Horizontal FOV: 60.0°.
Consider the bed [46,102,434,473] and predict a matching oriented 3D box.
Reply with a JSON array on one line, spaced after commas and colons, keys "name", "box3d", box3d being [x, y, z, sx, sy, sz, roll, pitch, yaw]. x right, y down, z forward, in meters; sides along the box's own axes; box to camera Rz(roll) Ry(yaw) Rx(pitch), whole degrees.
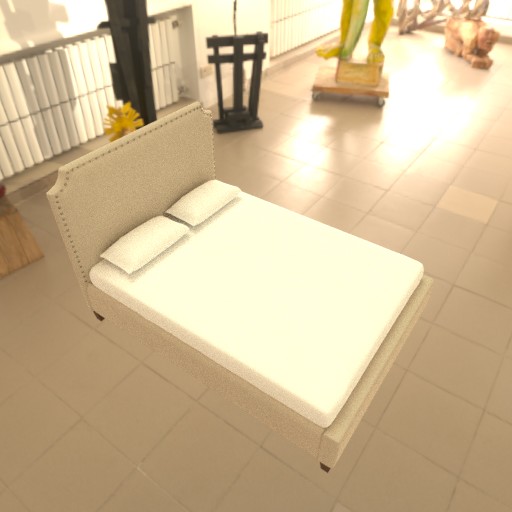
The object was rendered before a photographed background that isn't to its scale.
[{"name": "bed", "box3d": [0.000, 0.000, 3.418, 2.372, 1.443, 1.713, 25, 47, 26]}]
